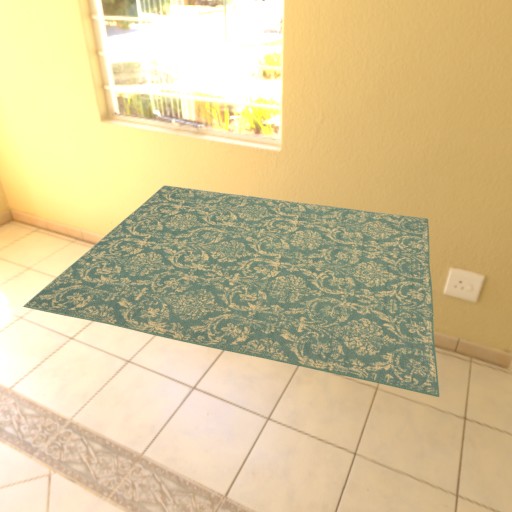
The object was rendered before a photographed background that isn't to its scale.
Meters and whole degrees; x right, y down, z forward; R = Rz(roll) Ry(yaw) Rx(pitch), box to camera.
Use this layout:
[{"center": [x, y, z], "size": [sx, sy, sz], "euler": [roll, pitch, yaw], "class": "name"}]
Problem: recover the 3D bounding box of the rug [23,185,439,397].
[{"center": [0.000, 0.000, 3.950], "size": [2.980, 0.012, 2.363], "euler": [9, 34, 14], "class": "rug"}]
